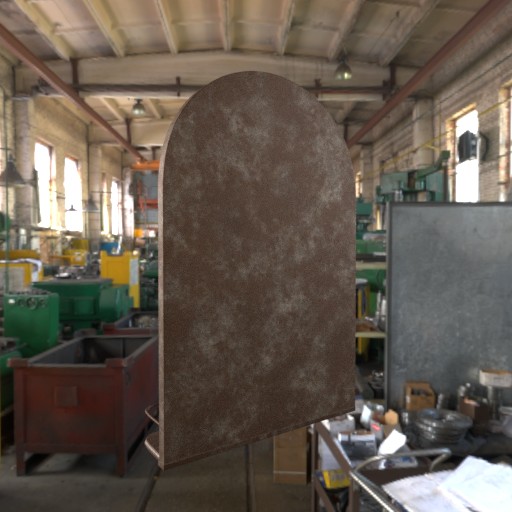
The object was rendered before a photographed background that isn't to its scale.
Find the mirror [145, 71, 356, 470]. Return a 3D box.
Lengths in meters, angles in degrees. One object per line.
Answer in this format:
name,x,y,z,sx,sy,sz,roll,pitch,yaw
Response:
mirror,0.000,0.000,0.998,0.510,0.770,0.137,-1,1,-35
